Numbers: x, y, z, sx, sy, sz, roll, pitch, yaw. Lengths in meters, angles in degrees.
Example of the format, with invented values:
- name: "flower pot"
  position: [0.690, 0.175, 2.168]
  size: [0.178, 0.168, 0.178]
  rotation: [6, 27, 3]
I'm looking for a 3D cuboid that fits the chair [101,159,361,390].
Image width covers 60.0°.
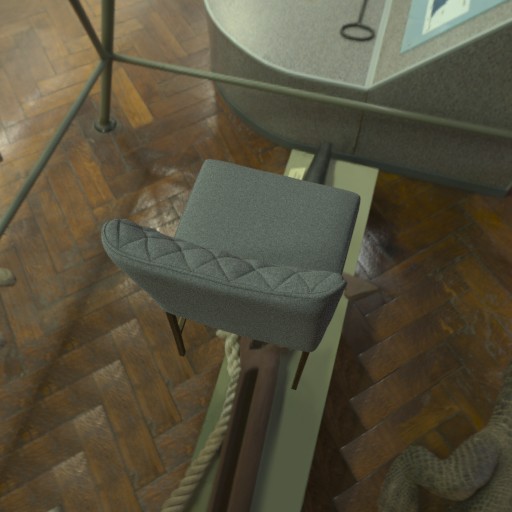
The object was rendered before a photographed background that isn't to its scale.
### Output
- name: "chair"
  position: [0.000, 0.000, 1.261]
  size: [0.508, 0.889, 0.587]
  rotation: [15, 64, 7]
